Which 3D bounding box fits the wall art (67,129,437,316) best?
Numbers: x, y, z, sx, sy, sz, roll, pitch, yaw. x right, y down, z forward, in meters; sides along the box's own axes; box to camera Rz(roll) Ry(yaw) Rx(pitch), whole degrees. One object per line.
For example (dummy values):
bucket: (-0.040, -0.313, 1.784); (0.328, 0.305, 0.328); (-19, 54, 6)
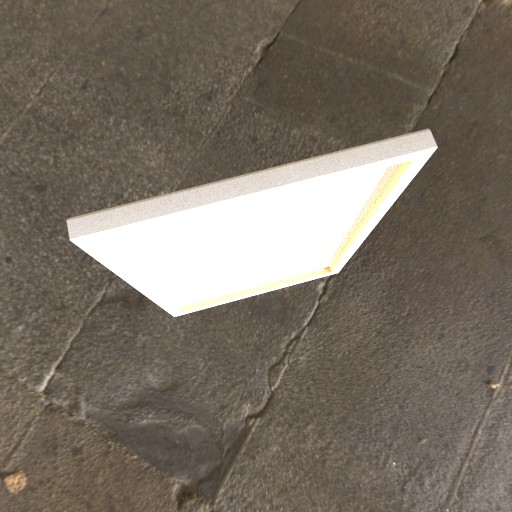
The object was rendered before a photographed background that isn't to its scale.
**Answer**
wall art: (0.000, 0.000, 1.151); (0.607, 0.912, 0.038); (-15, 75, -4)
